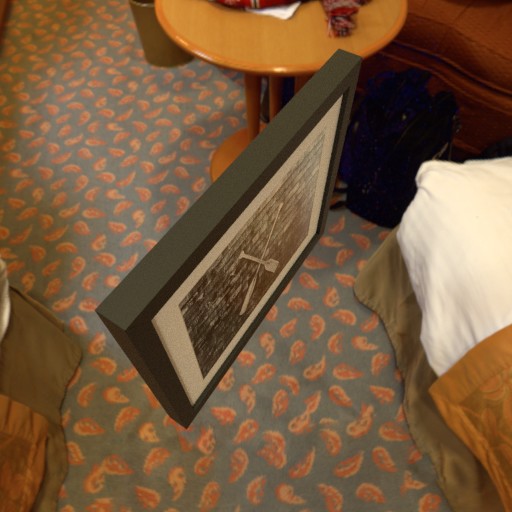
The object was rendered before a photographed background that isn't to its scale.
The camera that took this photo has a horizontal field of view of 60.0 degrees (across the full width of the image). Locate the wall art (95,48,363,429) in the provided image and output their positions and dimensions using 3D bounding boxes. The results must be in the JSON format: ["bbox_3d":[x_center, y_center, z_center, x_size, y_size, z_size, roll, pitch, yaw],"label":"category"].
[{"bbox_3d":[0.000,0.000,0.539,0.029,0.330,0.381,29,62,17],"label":"wall art"}]
